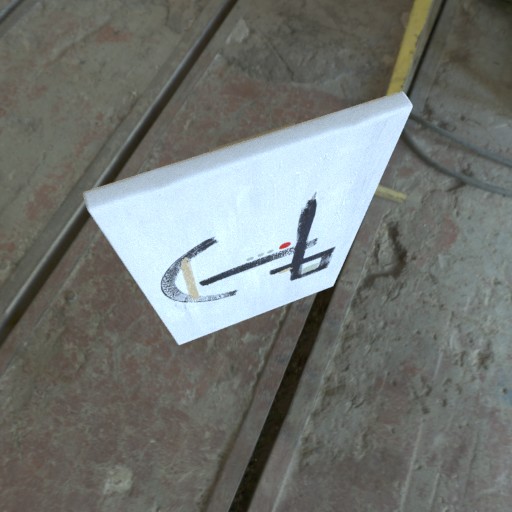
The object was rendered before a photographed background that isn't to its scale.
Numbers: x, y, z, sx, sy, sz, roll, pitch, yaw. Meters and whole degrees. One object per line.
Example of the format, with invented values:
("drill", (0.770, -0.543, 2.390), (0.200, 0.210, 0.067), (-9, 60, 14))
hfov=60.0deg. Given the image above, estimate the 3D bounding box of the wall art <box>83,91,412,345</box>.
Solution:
("wall art", (0.000, 0.000, 1.184), (0.602, 0.916, 0.048), (-20, 67, -9))
